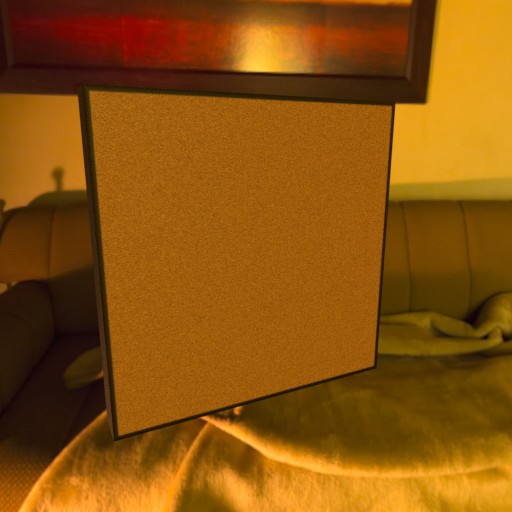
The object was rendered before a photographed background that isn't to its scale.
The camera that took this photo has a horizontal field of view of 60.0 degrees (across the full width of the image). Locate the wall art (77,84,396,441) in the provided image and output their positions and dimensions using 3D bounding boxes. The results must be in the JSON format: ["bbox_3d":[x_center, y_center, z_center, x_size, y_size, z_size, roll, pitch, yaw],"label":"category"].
[{"bbox_3d":[0.000,0.000,0.444,0.304,0.303,0.037,-7,16,-26],"label":"wall art"}]
